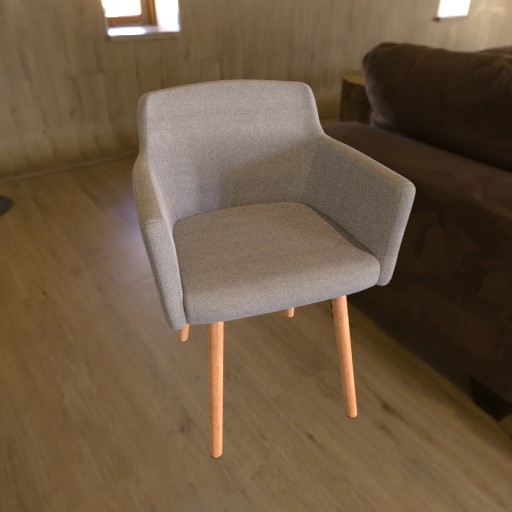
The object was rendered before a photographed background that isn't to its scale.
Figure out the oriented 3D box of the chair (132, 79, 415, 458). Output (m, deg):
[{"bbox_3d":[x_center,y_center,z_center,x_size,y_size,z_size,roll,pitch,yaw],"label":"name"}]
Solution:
[{"bbox_3d":[0.000,0.000,1.150,0.570,0.780,0.540,-10,33,-16],"label":"chair"}]
